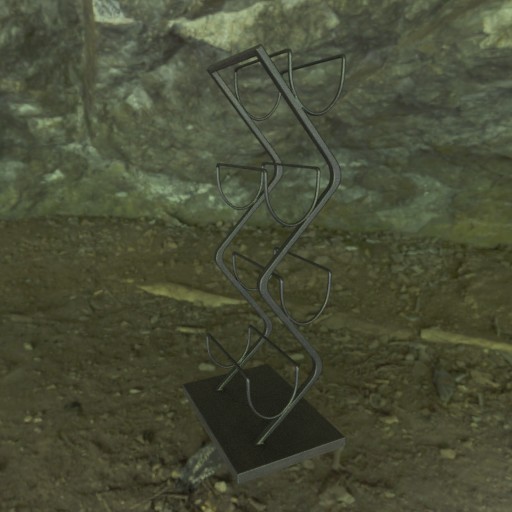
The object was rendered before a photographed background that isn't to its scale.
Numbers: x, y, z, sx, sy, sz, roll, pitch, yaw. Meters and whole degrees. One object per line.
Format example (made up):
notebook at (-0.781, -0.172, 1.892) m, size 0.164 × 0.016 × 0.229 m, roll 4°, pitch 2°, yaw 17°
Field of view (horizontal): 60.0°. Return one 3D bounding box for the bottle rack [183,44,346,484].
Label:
bottle rack at (0.000, 0.000, 0.676) m, size 0.178 × 0.559 × 0.254 m, roll -7°, pitch 16°, yaw -25°
